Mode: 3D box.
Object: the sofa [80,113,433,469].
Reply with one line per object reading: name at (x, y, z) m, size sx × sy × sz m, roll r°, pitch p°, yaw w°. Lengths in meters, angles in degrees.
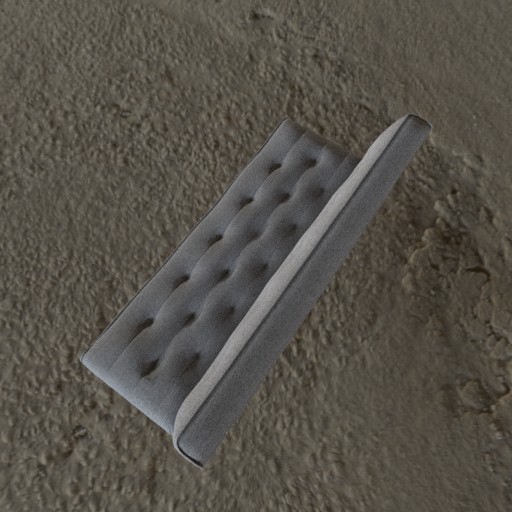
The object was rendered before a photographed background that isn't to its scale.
sofa at (0.000, 0.000, 2.256) m, size 0.810 × 0.830 × 1.820 m, roll 33°, pitch 70°, yaw 14°
